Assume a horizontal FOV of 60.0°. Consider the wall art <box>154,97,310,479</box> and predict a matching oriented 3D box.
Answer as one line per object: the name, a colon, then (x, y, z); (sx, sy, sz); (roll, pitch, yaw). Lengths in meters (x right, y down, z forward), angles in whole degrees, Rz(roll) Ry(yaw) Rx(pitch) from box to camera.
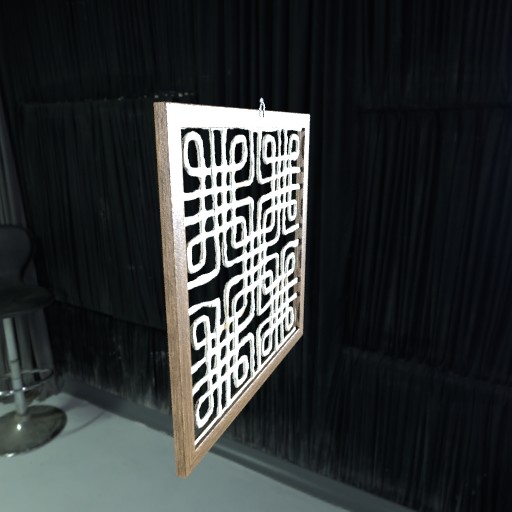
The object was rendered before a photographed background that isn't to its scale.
wall art: (0.000, 0.000, 0.863); (0.021, 0.582, 0.561); (7, 18, 24)
